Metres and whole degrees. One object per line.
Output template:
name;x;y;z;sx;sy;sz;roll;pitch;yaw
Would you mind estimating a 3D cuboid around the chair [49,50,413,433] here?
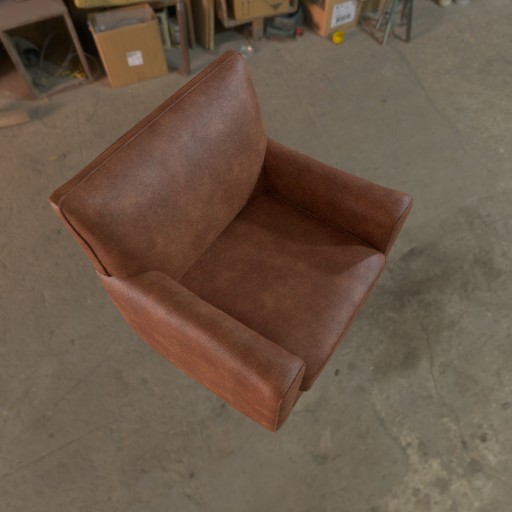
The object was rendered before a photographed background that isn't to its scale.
chair;0.000;0.000;1.617;0.823;0.943;0.870;31;63;18
